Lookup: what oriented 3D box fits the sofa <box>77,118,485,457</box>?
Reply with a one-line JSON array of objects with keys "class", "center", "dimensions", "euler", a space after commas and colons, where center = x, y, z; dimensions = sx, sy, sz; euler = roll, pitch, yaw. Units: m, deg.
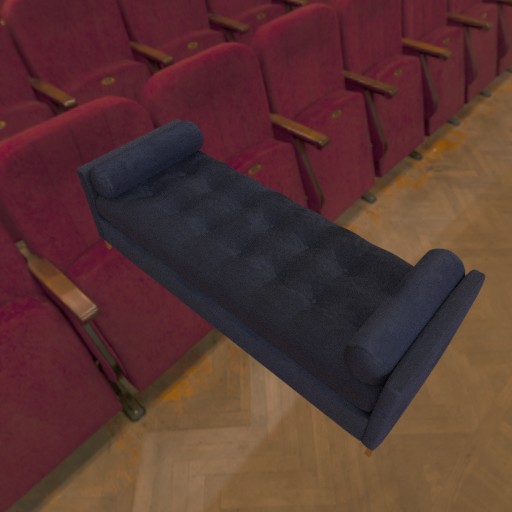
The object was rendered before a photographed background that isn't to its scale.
[{"class": "sofa", "center": [0.000, 0.000, 2.461], "dimensions": [2.102, 0.705, 0.796], "euler": [33, 54, 28]}]
